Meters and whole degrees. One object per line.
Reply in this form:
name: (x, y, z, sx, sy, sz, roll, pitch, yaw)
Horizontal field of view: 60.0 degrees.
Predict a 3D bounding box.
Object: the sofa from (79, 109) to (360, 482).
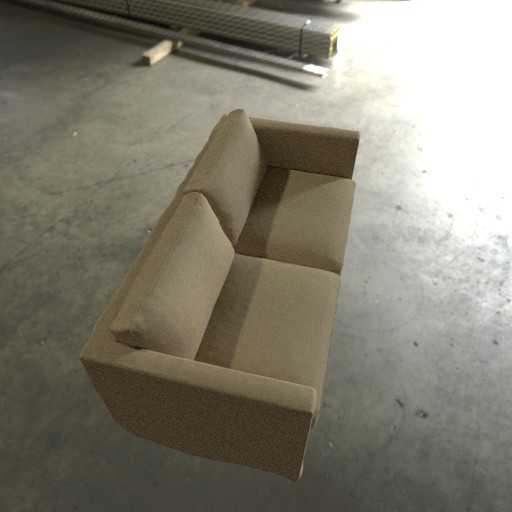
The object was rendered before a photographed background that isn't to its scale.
sofa: (0.000, 0.000, 2.477, 0.962, 0.835, 1.959, 10, 47, 10)
